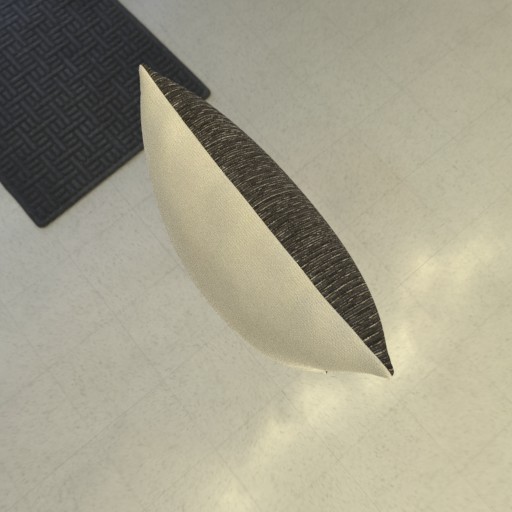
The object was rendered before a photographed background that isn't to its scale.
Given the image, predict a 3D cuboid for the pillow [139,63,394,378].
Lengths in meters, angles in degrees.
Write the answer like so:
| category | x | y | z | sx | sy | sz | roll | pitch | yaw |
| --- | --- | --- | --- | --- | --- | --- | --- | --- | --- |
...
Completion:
| category | x | y | z | sx | sy | sz | roll | pitch | yaw |
| --- | --- | --- | --- | --- | --- | --- | --- | --- | --- |
| pillow | 0.000 | 0.000 | 0.667 | 0.196 | 0.434 | 0.433 | -36 | 78 | -9 |
